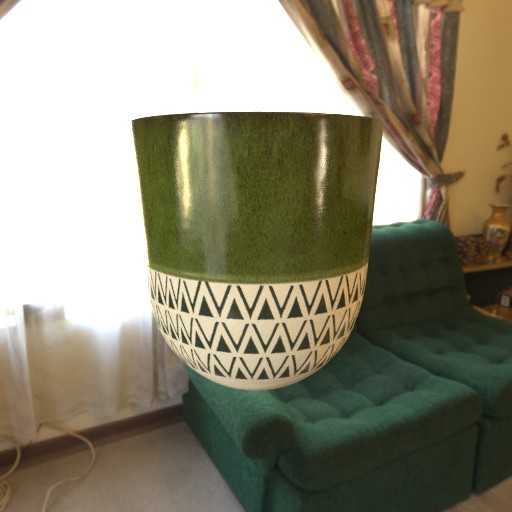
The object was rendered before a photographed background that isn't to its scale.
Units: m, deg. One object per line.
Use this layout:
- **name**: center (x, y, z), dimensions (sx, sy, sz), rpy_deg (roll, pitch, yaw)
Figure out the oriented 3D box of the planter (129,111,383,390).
- **planter**: center (0.000, 0.000, 0.471), dimensions (0.245, 0.270, 0.245), rpy_deg (0, 12, 0)
